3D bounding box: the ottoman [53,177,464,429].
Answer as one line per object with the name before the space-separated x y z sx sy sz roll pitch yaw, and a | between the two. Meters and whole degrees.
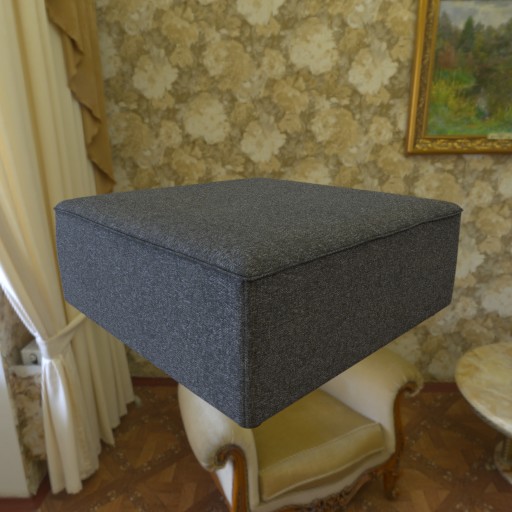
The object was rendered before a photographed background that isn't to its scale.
ottoman | 0.000 0.000 1.547 1.017 0.423 1.021 -15 23 -41
